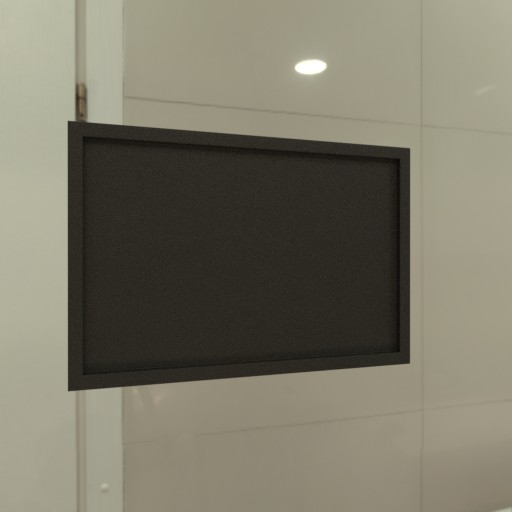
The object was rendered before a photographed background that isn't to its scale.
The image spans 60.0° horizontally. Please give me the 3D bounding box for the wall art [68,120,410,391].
[{"bbox_3d":[0.000,0.000,0.566,0.443,0.301,0.021,0,0,-17],"label":"wall art"}]
